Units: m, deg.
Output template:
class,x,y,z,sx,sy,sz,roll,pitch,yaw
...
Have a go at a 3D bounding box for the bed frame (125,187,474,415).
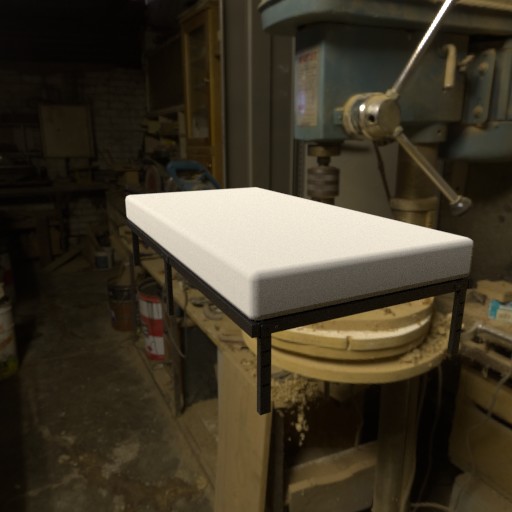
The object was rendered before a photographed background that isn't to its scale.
class,x,y,z,sx,sy,sz,roll,pitch,yaw
bed frame,0.000,0.000,3.315,1.393,0.680,2.635,-8,17,-26
